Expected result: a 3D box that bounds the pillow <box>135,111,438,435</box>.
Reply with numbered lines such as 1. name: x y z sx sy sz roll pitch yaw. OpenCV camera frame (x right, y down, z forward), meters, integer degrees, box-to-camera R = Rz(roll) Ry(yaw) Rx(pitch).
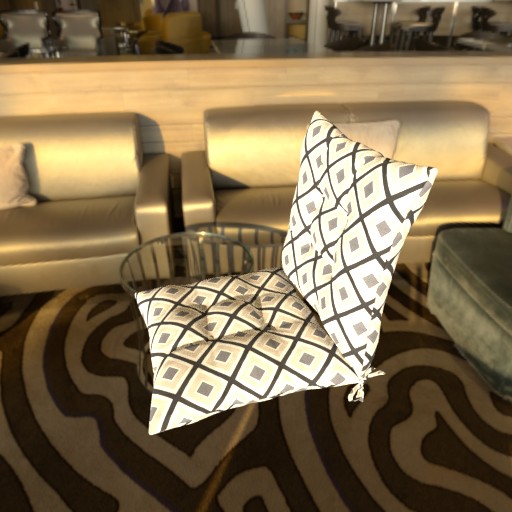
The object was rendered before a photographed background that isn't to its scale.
1. pillow: 0.000 0.000 1.034 0.585 0.536 0.541 -9 31 -15
